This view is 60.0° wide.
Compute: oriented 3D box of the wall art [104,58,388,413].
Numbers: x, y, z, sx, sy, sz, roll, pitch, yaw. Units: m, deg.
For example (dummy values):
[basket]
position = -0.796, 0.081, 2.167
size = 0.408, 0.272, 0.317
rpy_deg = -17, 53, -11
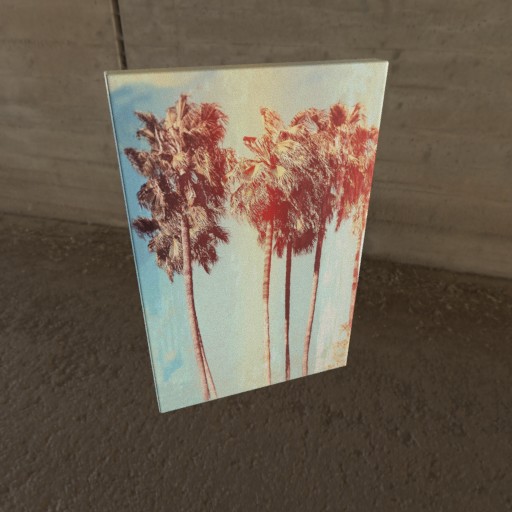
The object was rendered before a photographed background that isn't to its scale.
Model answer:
[wall art]
position = 0.000, 0.000, 0.765
size = 0.401, 0.610, 0.038
rpy_deg = -10, 32, -16
